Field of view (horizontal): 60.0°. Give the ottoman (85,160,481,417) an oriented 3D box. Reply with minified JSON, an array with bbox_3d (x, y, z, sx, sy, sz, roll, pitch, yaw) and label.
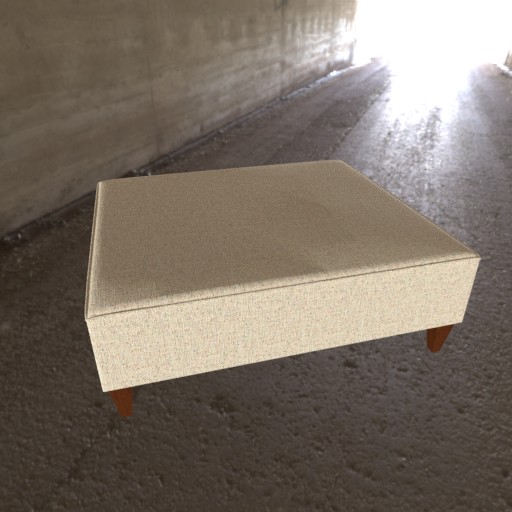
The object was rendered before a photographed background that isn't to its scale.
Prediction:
[{"bbox_3d":[0.000,0.000,1.252,0.835,0.303,0.736,-8,30,-13],"label":"ottoman"}]
